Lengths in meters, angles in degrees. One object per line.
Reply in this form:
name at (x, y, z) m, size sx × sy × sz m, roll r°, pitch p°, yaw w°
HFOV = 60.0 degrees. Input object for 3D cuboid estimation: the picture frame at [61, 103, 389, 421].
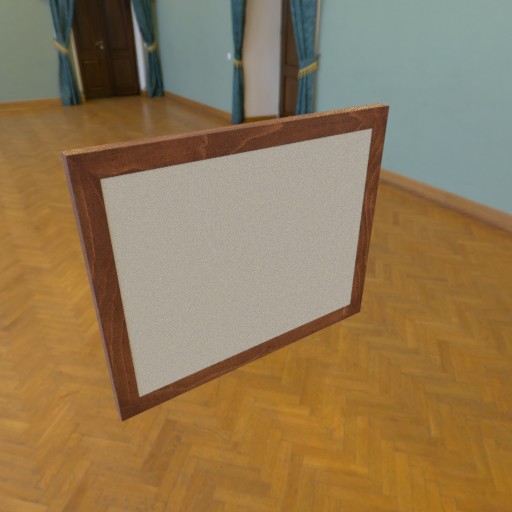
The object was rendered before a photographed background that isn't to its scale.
picture frame at (0.000, 0.000, 0.781) m, size 0.559 × 0.457 × 0.025 m, roll -18°, pitch 34°, yaw -29°
